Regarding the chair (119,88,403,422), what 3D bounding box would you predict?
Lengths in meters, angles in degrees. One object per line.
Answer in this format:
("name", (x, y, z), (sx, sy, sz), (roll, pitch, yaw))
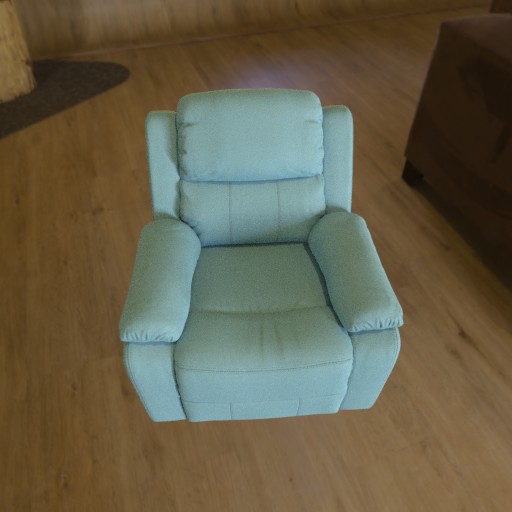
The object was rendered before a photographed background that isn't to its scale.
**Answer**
("chair", (0.000, 0.000, 1.252), (0.680, 0.702, 0.709), (-3, 45, -3))
